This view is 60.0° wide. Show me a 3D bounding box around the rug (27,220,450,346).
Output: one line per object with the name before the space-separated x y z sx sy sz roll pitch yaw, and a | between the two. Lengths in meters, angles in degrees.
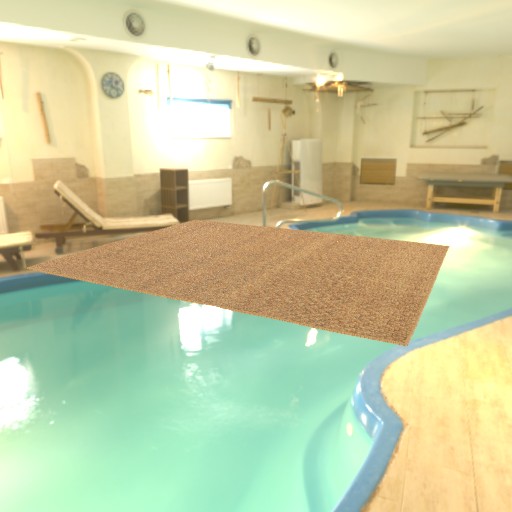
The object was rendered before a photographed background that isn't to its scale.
rug | 0.000 0.000 4.004 3.048 0.013 2.439 8 17 26
